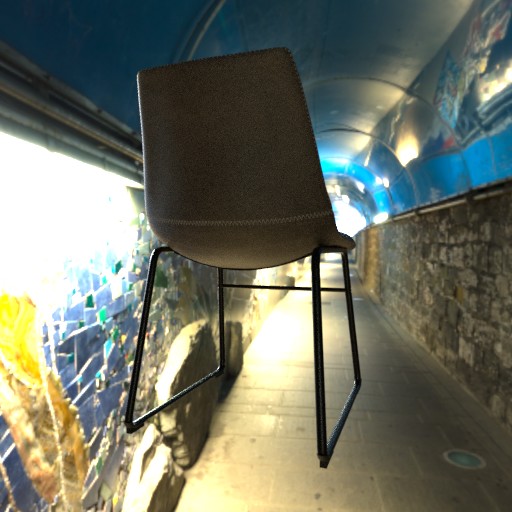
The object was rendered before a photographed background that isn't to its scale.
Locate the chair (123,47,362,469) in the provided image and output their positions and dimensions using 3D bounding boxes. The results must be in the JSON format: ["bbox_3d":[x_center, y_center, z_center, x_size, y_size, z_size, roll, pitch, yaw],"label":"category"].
[{"bbox_3d":[0.000,0.000,1.109,0.460,0.780,0.550,1,2,20],"label":"chair"}]
